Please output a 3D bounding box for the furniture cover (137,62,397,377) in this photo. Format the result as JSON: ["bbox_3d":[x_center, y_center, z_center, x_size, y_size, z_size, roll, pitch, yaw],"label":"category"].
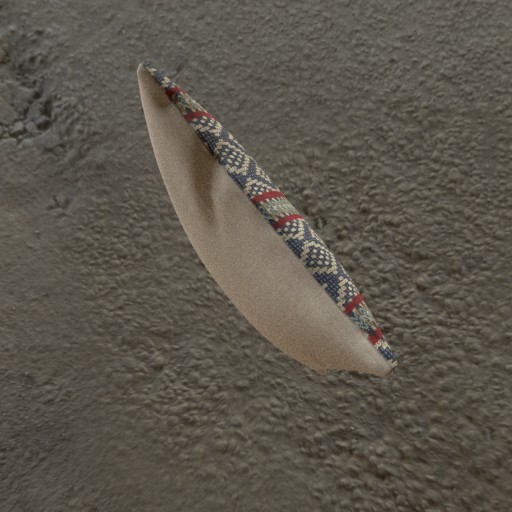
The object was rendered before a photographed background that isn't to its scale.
[{"bbox_3d":[0.000,0.000,0.664,0.139,0.431,0.431,-37,78,-9],"label":"furniture cover"}]
